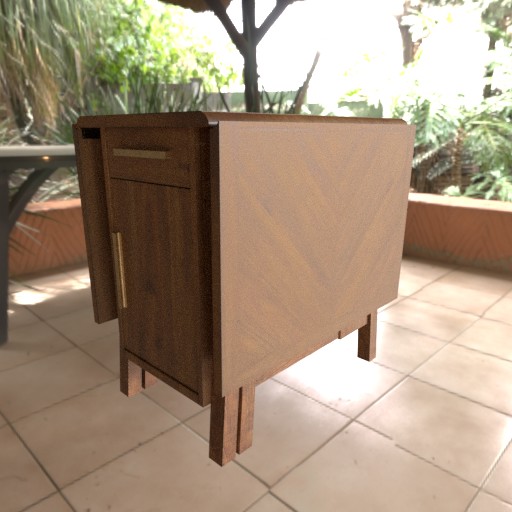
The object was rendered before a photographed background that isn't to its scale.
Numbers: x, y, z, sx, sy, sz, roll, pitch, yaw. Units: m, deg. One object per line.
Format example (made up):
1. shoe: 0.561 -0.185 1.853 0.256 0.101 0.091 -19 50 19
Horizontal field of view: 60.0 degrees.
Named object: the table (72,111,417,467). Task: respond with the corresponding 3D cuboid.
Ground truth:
1. table: 0.000 0.000 1.644 0.701 0.981 0.967 15 21 42
